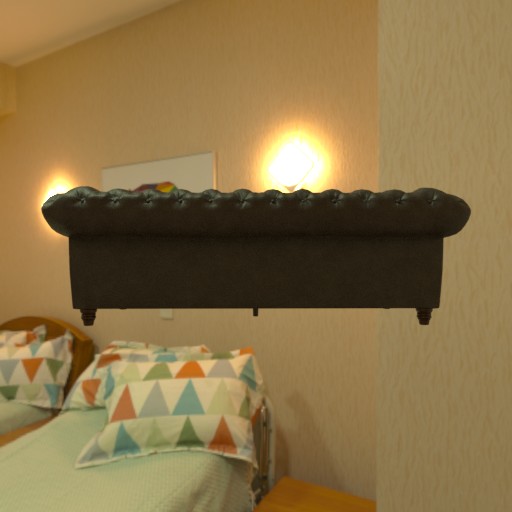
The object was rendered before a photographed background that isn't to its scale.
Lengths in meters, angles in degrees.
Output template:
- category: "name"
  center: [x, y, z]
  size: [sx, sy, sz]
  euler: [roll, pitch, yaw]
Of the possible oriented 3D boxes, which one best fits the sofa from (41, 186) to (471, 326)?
- category: "sofa"
  center: [0.000, 0.000, 2.812]
  size: [2.385, 0.783, 0.944]
  euler: [0, 1, -1]
